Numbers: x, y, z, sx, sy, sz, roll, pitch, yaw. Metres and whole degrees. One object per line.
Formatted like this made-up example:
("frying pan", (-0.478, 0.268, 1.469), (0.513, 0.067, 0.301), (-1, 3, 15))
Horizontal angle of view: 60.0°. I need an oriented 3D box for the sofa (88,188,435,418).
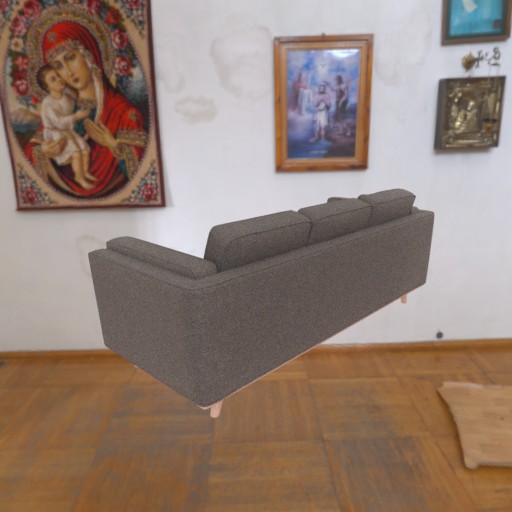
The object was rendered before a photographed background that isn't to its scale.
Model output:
("sofa", (0.000, 0.000, 3.183), (1.604, 0.929, 2.411), (15, 22, 42))
